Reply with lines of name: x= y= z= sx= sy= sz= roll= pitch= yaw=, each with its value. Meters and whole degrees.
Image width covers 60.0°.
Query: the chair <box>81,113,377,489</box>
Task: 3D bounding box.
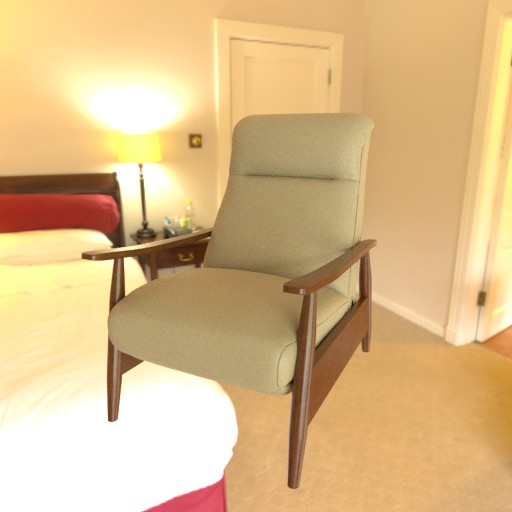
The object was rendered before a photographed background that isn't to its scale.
chair: x=0.000 y=0.000 z=1.711 sx=0.762 sy=1.082 sz=1.014 roll=7 pitch=17 yaw=25
